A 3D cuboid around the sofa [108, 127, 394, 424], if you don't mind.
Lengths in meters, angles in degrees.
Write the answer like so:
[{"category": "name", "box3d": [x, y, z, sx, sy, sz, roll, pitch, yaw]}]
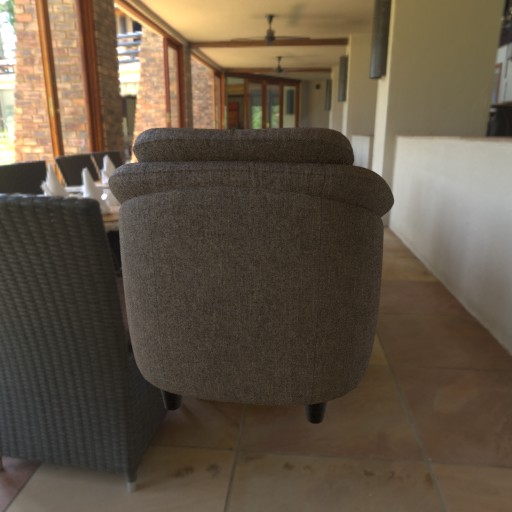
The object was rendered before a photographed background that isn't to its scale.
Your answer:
[{"category": "sofa", "box3d": [0.000, 0.000, 1.471, 0.870, 0.811, 0.794, 2, 16, 8]}]
